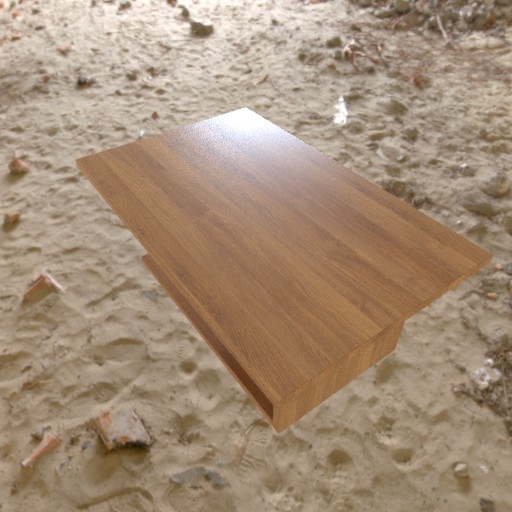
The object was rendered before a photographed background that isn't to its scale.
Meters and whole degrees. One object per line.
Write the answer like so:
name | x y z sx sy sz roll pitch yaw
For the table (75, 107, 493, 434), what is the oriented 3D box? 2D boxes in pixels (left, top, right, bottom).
table | 0.000 0.000 1.458 0.700 0.442 1.100 -26 48 -26
